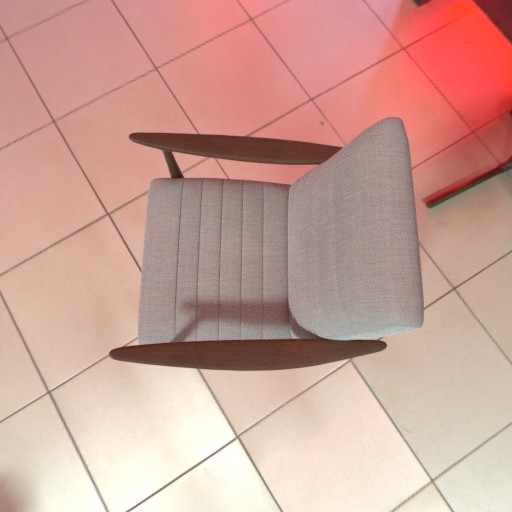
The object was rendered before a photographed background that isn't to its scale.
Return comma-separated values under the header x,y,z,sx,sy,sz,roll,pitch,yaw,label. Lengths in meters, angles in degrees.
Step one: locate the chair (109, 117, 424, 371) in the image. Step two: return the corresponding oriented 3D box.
x,y,z,sx,sy,sz,roll,pitch,yaw,label
0.000,0.000,1.473,0.798,0.832,0.741,0,75,0,chair
